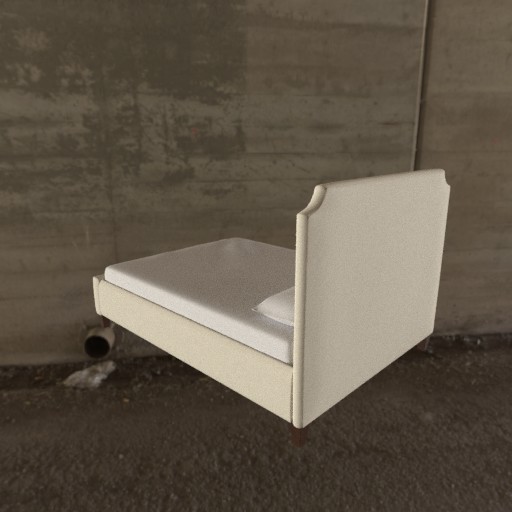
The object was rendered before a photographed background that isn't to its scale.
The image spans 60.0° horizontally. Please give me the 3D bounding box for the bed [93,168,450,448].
[{"bbox_3d":[0.000,0.000,3.580,2.372,1.443,1.712,15,21,42],"label":"bed"}]
